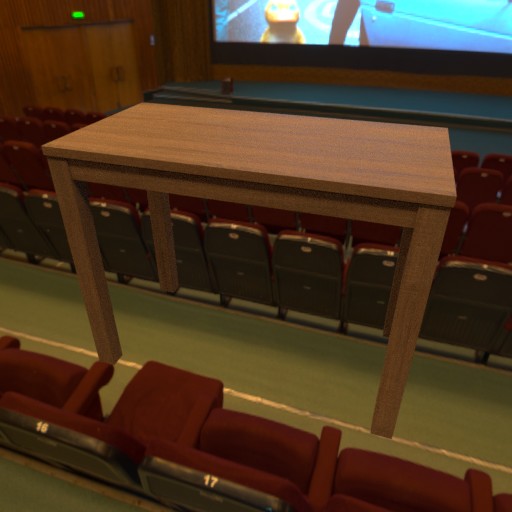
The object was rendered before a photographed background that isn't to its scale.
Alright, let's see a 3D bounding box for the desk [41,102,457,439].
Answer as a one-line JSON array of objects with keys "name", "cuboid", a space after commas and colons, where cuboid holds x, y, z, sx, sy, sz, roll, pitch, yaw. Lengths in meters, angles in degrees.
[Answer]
[{"name": "desk", "cuboid": [0.000, 0.000, 1.400, 0.991, 0.762, 0.495, 10, 33, 15]}]
